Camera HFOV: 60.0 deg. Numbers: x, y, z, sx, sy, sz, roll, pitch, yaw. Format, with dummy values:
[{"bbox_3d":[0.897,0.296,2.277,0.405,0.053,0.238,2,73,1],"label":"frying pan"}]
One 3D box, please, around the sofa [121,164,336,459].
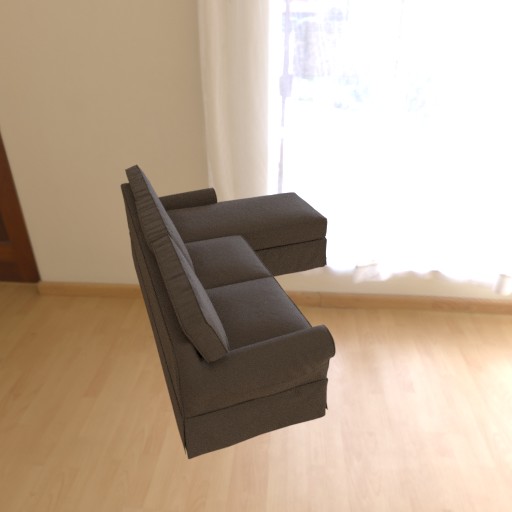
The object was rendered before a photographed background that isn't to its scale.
[{"bbox_3d":[0.000,0.000,3.450,1.733,0.978,2.475,-10,31,-18],"label":"sofa"}]
